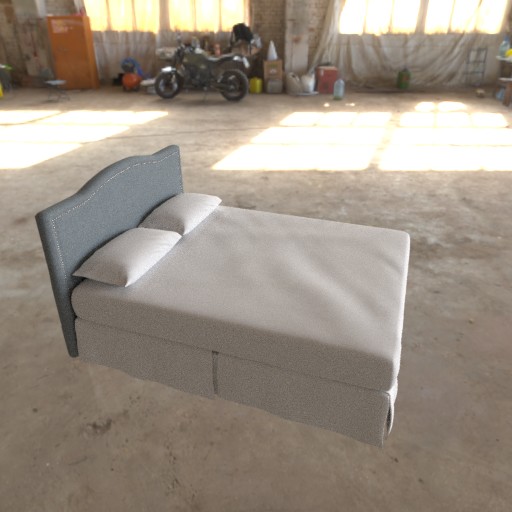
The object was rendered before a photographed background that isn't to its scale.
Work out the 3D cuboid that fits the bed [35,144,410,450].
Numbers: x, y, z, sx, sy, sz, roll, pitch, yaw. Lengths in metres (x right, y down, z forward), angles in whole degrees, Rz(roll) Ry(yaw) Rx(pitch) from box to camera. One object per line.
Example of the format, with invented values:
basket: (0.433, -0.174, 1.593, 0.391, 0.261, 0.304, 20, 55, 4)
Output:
bed: (0.000, 0.000, 3.935, 2.689, 1.457, 2.161, 10, 30, 17)
